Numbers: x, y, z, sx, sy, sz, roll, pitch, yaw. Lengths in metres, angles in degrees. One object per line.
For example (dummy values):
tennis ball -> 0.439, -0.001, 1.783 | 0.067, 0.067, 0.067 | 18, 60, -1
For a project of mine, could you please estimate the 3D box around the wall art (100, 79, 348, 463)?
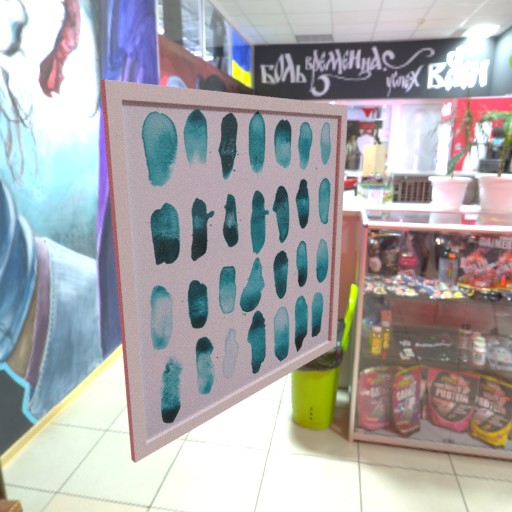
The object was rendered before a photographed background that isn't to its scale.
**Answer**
wall art -> 0.000, 0.000, 0.670 | 0.009, 0.457, 0.456 | 13, 20, 42
